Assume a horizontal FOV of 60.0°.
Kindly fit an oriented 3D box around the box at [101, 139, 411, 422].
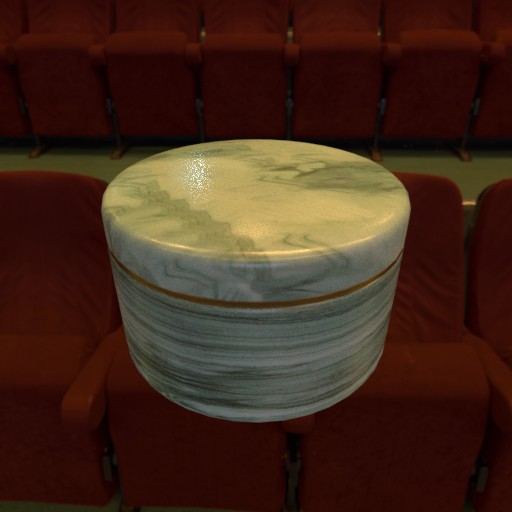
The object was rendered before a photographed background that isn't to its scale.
[{"bbox_3d":[0.000,0.000,0.164,0.101,0.063,0.101,0,31,0],"label":"box"}]
